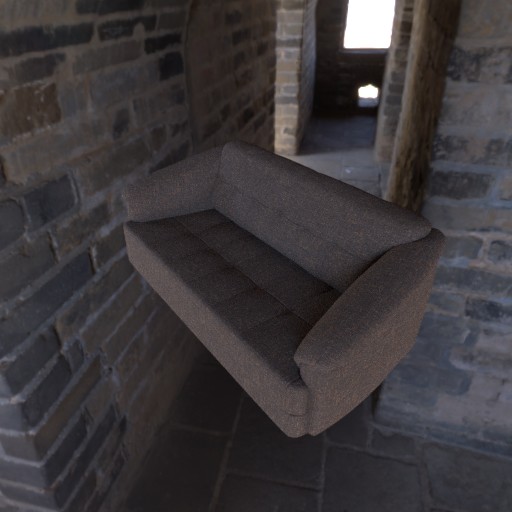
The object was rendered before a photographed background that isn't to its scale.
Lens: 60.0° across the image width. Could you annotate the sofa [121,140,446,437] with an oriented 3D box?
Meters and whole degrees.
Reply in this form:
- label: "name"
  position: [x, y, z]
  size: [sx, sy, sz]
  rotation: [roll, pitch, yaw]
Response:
- label: "sofa"
  position: [0.000, 0.000, 2.348]
  size: [0.887, 0.790, 1.849]
  rotation: [-20, 37, -30]
